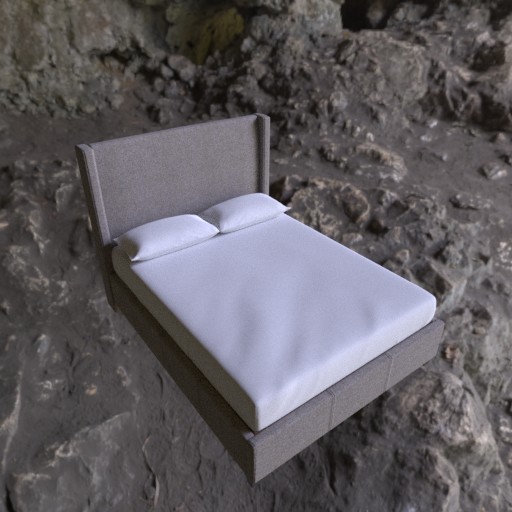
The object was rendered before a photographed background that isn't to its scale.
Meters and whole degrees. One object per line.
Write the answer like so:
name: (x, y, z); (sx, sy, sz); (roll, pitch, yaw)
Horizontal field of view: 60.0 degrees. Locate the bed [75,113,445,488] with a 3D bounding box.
bed: (0.000, 0.000, 3.334); (1.714, 1.476, 2.245); (-21, 37, -31)
